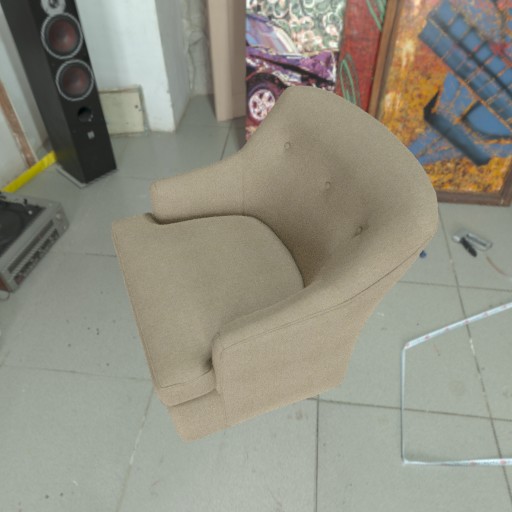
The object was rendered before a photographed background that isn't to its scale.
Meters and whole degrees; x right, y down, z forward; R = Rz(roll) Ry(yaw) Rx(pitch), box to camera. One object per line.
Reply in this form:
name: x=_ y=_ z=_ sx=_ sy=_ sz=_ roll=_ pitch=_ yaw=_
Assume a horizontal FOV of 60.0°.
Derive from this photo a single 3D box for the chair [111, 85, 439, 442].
chair: x=0.000 y=0.000 z=1.587 sx=0.923 sy=0.856 sz=0.864 roll=-17 pitch=49 yaw=-15
